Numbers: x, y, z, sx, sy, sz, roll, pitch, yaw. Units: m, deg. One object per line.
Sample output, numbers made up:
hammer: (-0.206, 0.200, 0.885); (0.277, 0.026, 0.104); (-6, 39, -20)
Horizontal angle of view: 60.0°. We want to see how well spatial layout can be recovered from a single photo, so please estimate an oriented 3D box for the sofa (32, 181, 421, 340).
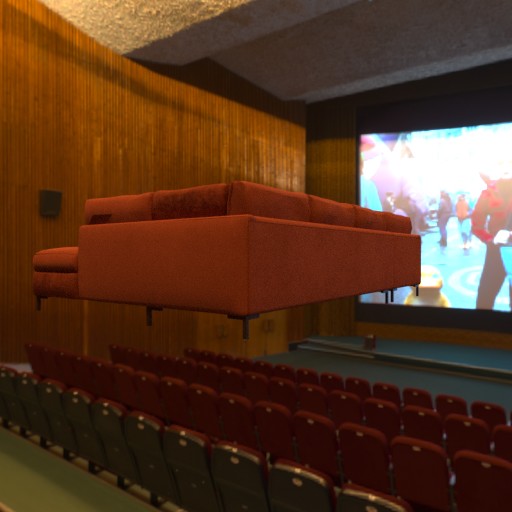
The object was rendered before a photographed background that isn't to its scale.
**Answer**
sofa: (0.000, 0.000, 3.616); (1.879, 0.757, 2.736); (0, 0, 36)
